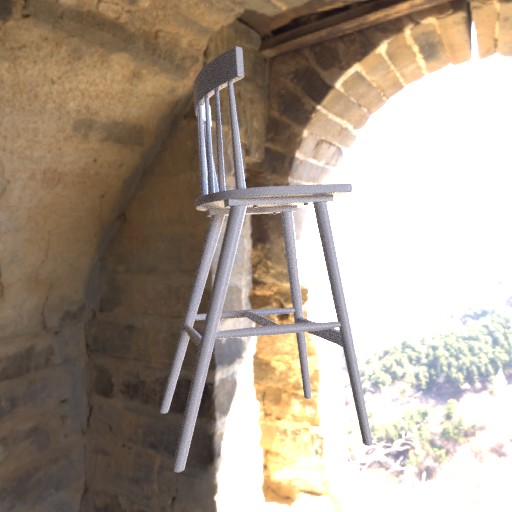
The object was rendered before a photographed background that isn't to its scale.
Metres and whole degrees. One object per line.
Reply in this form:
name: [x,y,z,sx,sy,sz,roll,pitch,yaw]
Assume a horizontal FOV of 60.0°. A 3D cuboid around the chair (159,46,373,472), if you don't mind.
chair: [0.000,0.000,1.412,0.572,1.092,0.483,0,0,-17]
